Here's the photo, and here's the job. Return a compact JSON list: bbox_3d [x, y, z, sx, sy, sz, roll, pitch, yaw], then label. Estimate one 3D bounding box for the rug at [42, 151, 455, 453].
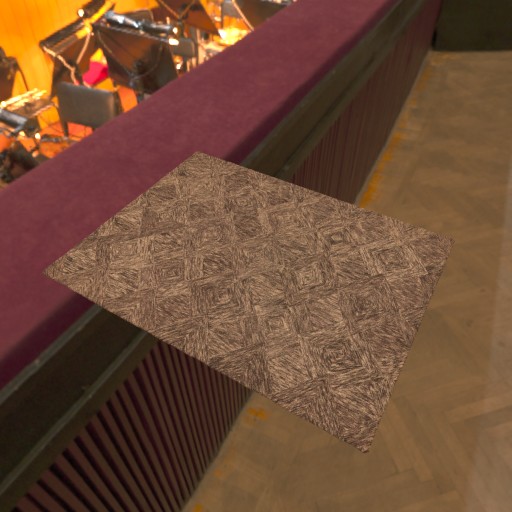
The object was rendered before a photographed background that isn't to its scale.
[{"bbox_3d":[0.000,0.000,4.279,3.204,0.017,2.448,23,49,21],"label":"rug"}]
